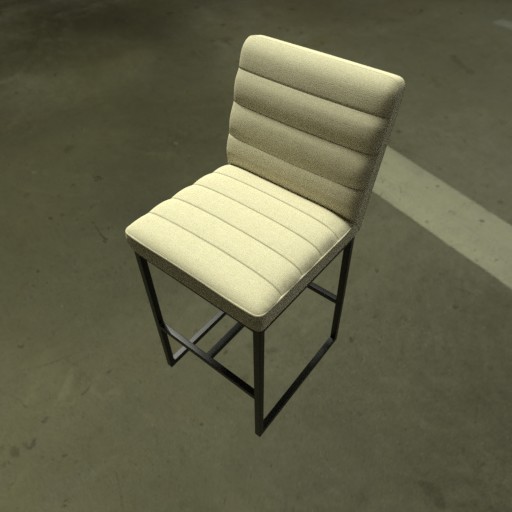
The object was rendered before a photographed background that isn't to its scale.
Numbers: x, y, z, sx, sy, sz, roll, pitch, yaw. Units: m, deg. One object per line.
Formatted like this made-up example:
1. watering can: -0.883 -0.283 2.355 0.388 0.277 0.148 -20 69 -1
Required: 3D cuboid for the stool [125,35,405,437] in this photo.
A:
1. stool: 0.000 0.000 1.327 0.460 1.040 0.560 30 53 25
